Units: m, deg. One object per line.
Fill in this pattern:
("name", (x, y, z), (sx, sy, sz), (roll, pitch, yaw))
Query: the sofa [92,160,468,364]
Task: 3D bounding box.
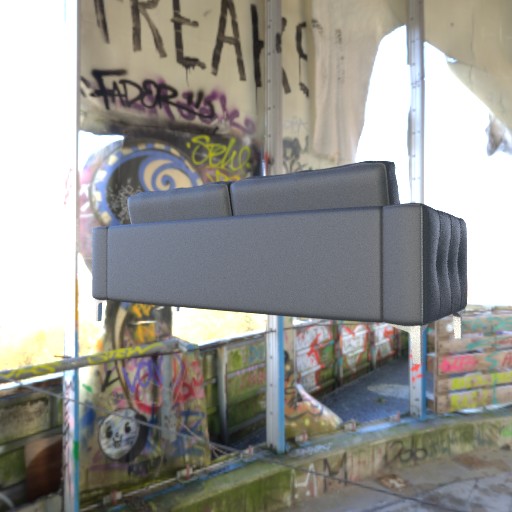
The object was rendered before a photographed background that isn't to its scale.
("sofa", (0.000, 0.000, 2.735), (2.275, 0.893, 0.833), (-1, -1, 36))
